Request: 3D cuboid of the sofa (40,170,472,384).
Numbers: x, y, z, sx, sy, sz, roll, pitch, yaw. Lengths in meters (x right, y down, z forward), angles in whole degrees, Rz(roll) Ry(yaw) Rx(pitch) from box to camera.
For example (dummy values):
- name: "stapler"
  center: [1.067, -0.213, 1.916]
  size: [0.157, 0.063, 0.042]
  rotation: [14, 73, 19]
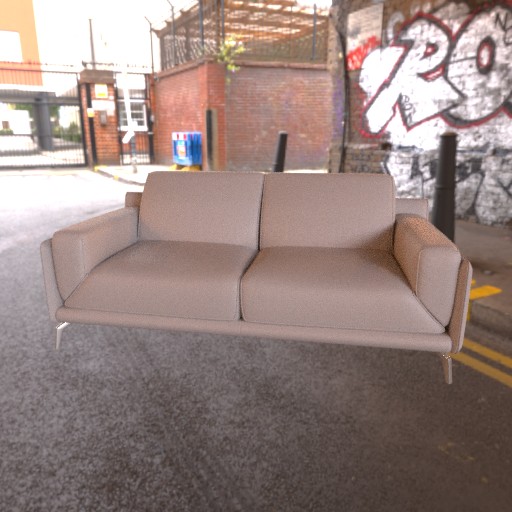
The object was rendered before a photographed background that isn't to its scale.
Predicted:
- name: "sofa"
  center: [0.000, 0.000, 2.548]
  size: [2.101, 0.930, 1.049]
  rotation: [3, 16, 10]
